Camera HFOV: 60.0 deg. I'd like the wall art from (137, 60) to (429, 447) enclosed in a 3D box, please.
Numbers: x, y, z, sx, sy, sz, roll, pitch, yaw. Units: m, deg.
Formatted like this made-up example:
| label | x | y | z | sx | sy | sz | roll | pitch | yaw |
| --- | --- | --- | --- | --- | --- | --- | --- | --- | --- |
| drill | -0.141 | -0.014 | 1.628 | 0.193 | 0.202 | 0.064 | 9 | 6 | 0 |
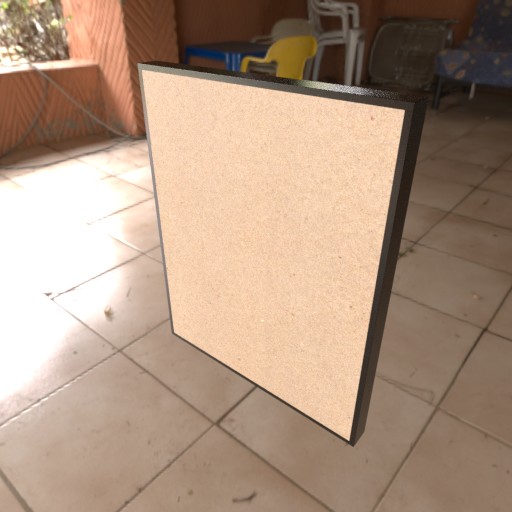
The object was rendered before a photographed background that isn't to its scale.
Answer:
| label | x | y | z | sx | sy | sz | roll | pitch | yaw |
| --- | --- | --- | --- | --- | --- | --- | --- | --- | --- |
| wall art | 0.000 | 0.000 | 0.726 | 0.448 | 0.551 | 0.038 | 23 | 38 | 33 |
